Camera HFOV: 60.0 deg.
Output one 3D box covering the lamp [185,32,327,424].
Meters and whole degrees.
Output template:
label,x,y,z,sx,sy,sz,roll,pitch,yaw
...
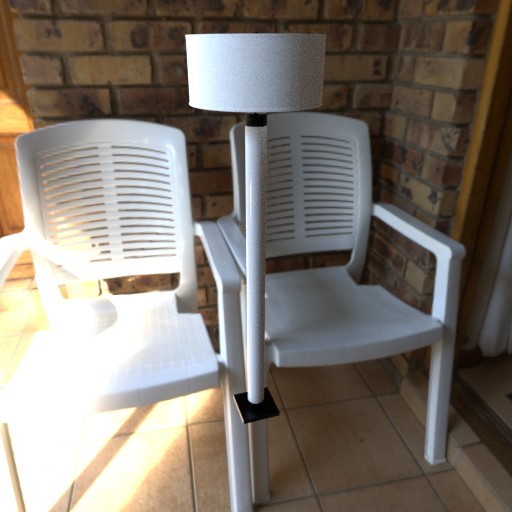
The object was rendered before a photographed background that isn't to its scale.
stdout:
label,x,y,z,sx,sy,sz,roll,pitch,yaw
lamp,0.000,0.000,1.636,0.420,1.475,0.420,-8,27,-16
